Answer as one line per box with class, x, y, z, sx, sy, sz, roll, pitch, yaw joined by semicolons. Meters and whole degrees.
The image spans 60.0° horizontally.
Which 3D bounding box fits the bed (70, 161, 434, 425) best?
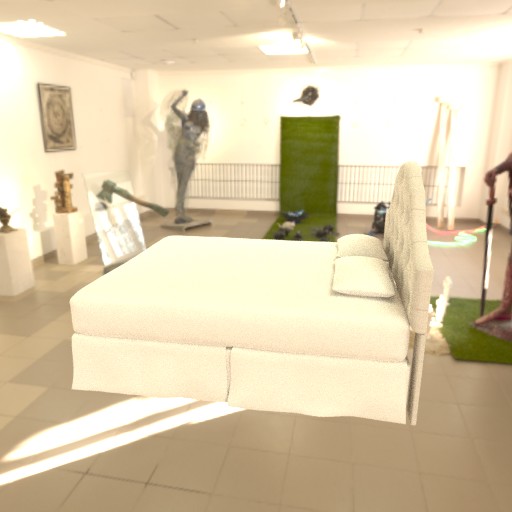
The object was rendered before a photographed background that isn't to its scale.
bed;0.000;0.000;3.793;2.477;1.617;2.039;3;16;10
